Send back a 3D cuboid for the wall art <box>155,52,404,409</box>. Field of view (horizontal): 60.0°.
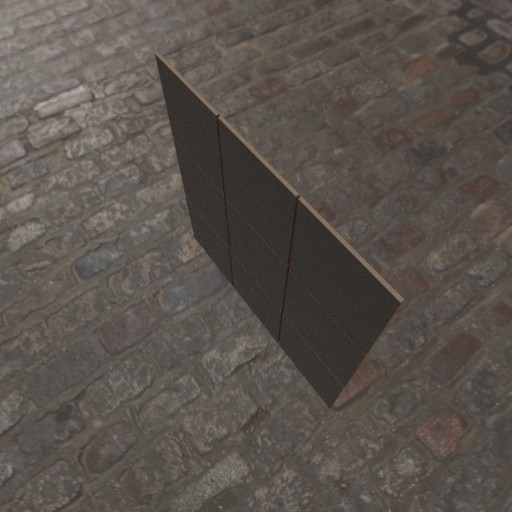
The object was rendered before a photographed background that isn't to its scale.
[{"bbox_3d":[0.000,0.000,2.334,0.017,1.521,1.527,-32,64,-18],"label":"wall art"}]
